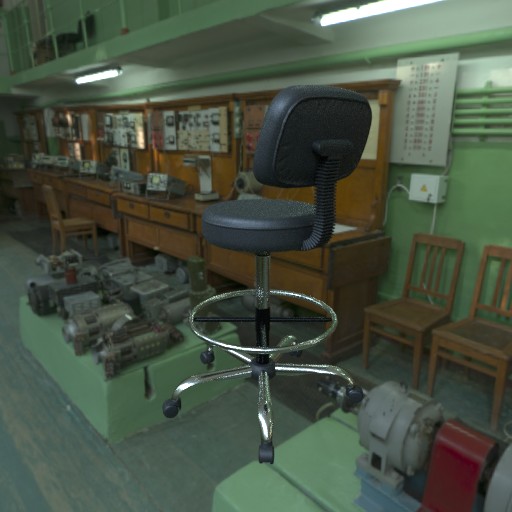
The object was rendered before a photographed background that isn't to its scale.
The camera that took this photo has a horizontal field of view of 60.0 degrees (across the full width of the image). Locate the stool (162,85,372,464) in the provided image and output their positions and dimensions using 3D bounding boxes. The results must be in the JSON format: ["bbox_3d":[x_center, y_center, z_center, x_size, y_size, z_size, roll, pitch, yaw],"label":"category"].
[{"bbox_3d":[0.000,0.000,1.538,0.694,1.069,0.658,-14,21,-41],"label":"stool"}]
